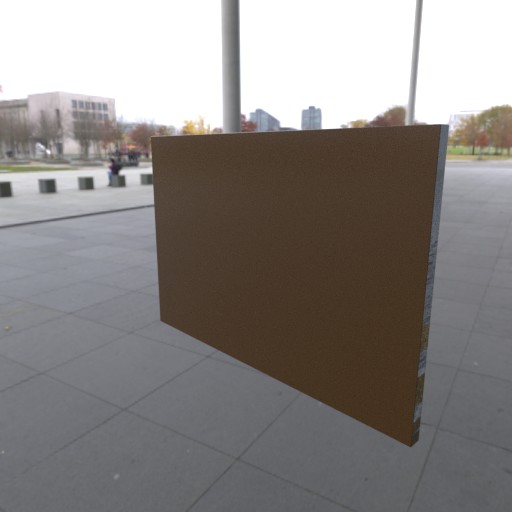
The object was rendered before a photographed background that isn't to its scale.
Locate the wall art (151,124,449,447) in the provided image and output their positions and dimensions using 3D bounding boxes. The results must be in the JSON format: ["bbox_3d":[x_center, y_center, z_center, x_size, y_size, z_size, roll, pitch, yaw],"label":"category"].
[{"bbox_3d":[0.000,0.000,1.415,0.041,0.762,1.145,-12,18,-42],"label":"wall art"}]
